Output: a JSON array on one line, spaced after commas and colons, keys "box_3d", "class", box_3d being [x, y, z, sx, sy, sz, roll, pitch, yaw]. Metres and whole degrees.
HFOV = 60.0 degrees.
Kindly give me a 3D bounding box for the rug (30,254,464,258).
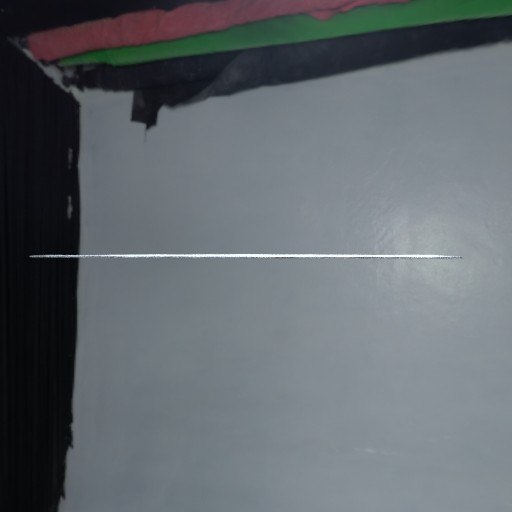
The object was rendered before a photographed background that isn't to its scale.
[{"box_3d": [0.000, 0.000, 3.073, 2.434, 0.015, 1.520, 0, 1, 17], "class": "rug"}]
